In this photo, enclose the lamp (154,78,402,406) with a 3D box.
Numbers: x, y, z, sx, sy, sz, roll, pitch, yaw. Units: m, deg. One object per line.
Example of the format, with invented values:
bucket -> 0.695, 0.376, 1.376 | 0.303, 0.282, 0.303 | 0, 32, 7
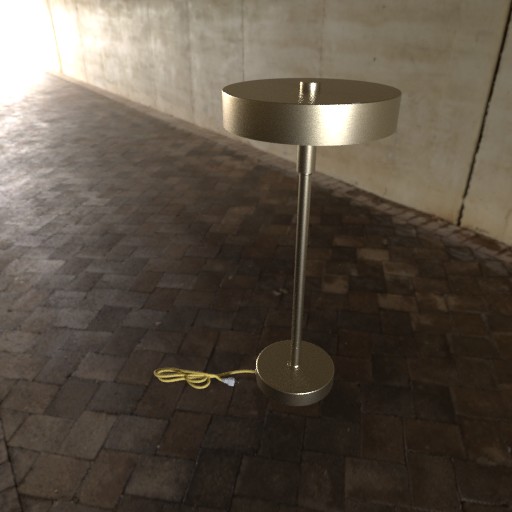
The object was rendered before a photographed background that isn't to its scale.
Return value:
lamp -> 0.000, 0.000, 0.689 | 0.369, 0.508, 0.229 | -1, 29, -2
